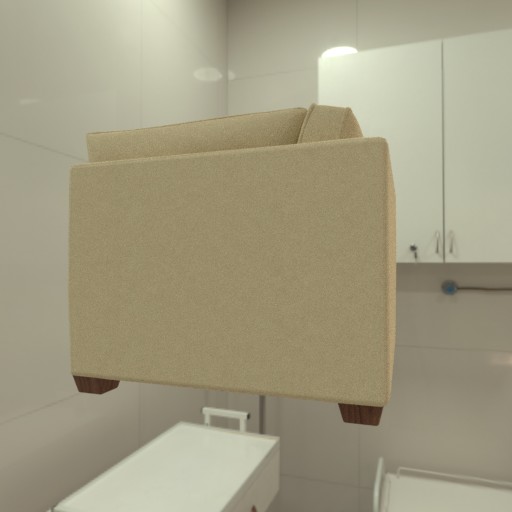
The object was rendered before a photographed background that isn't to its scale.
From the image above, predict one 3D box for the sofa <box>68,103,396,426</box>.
[{"bbox_3d":[0.000,0.000,1.925,1.146,1.002,1.084,0,-1,19],"label":"sofa"}]
